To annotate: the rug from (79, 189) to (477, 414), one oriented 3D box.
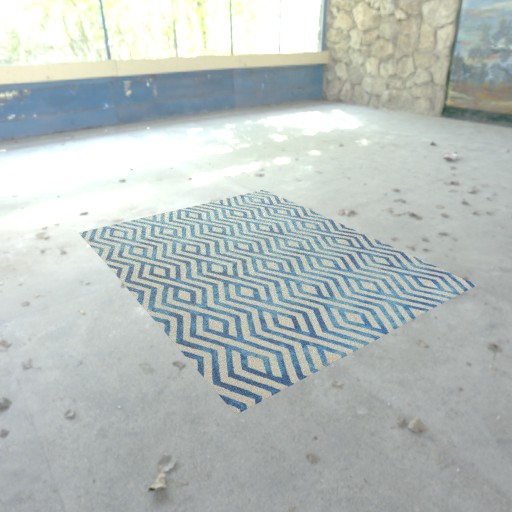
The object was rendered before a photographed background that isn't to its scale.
[{"bbox_3d":[0.000,0.000,4.237,2.453,0.008,3.059,-18,32,-31],"label":"rug"}]
